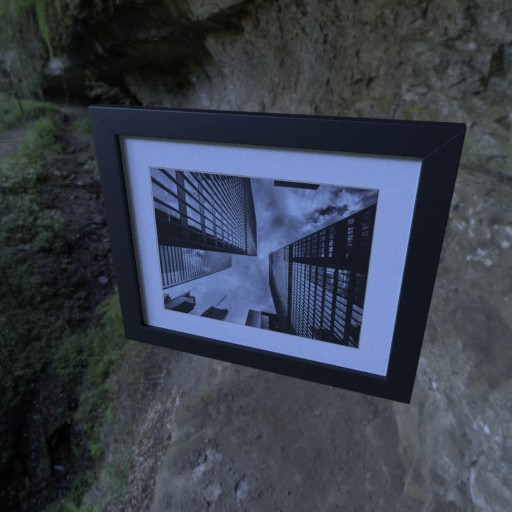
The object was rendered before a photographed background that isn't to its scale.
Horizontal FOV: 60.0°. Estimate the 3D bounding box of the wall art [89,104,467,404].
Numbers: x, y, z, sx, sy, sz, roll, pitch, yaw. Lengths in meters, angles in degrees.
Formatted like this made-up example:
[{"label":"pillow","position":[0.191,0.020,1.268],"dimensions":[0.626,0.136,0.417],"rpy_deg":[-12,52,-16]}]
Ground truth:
[{"label":"wall art","position":[0.000,0.000,0.737],"dimensions":[0.558,0.457,0.031],"rpy_deg":[9,28,17]}]
